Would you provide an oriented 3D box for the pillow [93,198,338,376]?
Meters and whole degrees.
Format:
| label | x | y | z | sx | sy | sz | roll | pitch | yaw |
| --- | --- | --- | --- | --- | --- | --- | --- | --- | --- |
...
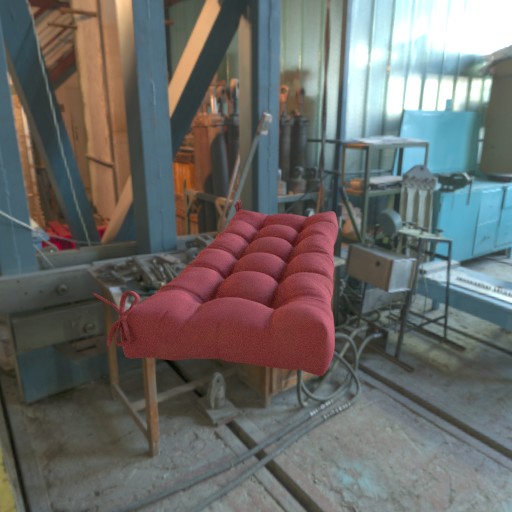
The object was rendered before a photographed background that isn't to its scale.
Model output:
| label | x | y | z | sx | sy | sz | roll | pitch | yaw |
| --- | --- | --- | --- | --- | --- | --- | --- | --- | --- |
| pillow | 0.000 | 0.000 | 1.416 | 0.511 | 0.174 | 1.194 | 3 | 17 | 10 |
